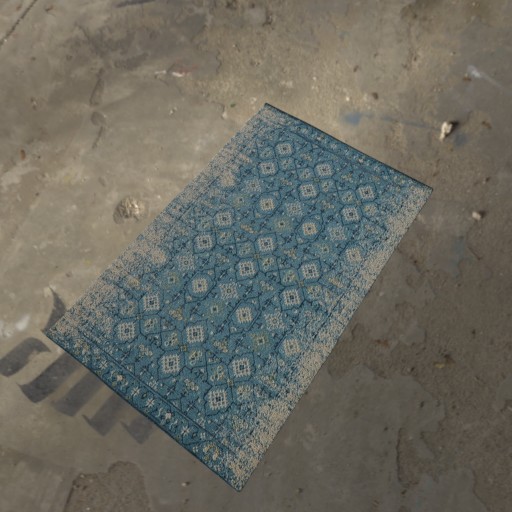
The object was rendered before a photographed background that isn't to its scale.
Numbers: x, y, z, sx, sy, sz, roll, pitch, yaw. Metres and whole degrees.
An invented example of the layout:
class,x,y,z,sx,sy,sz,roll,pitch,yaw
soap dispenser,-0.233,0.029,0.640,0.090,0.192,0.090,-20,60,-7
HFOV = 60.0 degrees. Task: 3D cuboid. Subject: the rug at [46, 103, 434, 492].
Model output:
class,x,y,z,sx,sy,sz,roll,pitch,yaw
rug,0.000,0.000,3.035,1.530,0.015,2.449,32,67,15
